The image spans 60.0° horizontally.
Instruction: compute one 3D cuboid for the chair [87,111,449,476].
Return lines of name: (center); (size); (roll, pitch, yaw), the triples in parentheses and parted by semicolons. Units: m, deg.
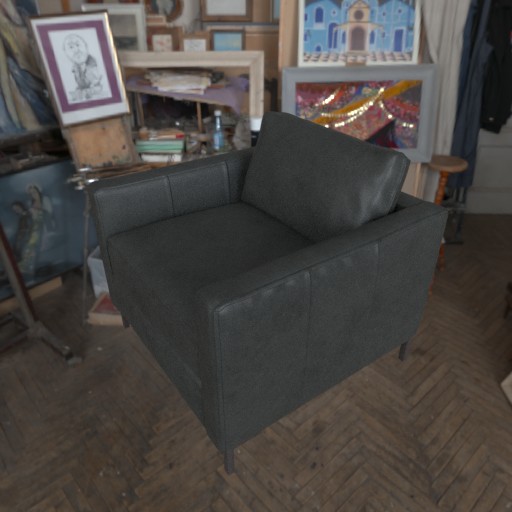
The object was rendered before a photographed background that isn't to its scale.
chair: (0.000, 0.000, 1.513); (0.861, 0.824, 0.967); (-21, 37, -30)
